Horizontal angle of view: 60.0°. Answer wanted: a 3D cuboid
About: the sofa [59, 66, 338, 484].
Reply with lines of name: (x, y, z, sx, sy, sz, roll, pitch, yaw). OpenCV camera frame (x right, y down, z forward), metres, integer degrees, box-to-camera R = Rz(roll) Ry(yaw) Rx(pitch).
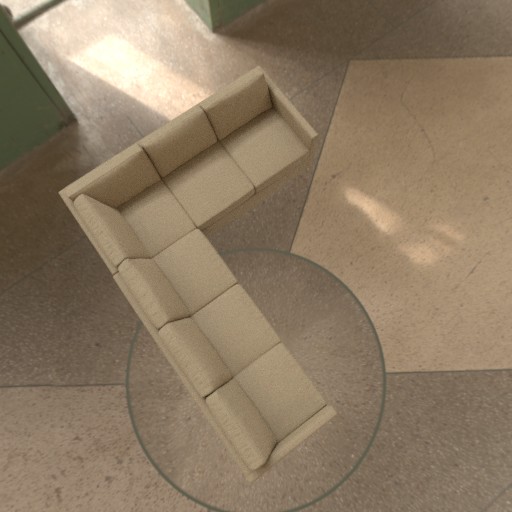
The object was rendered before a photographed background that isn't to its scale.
sofa: (0.000, 0.000, 4.350, 2.432, 0.871, 3.182, -35, 78, -9)
